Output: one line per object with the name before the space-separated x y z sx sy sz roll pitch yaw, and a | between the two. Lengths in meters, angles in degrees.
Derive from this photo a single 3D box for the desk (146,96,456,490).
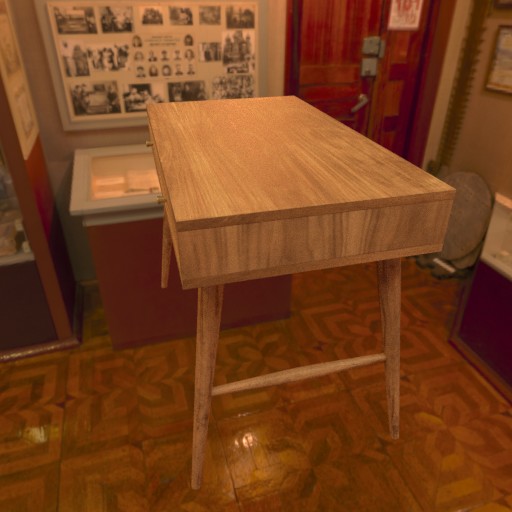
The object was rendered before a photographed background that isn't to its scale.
desk | 0.000 0.000 1.386 0.588 0.758 0.949 -8 32 -13
